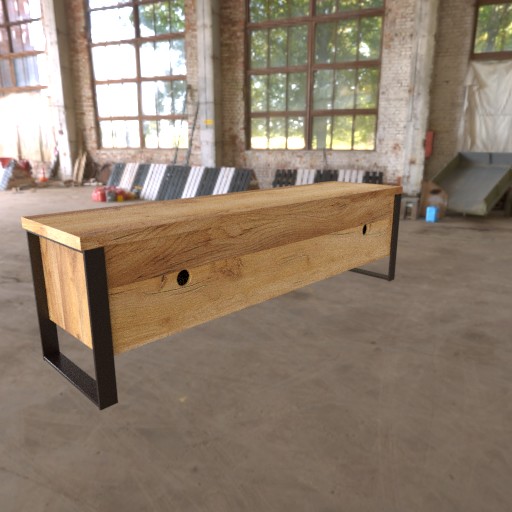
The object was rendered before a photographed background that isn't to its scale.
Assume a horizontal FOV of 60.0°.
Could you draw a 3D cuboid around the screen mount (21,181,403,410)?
[{"bbox_3d":[0.000,0.000,1.712,0.395,0.450,1.524,14,21,43],"label":"screen mount"}]
